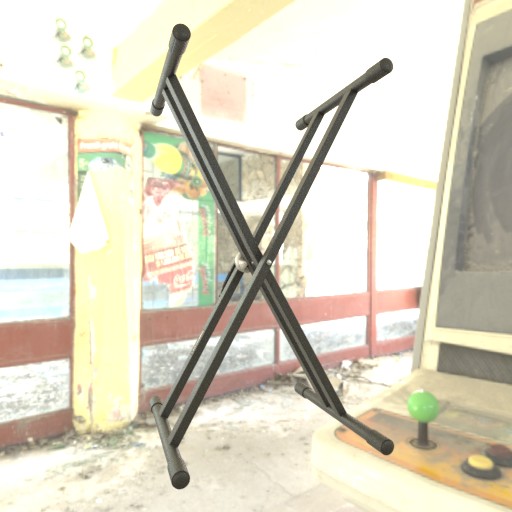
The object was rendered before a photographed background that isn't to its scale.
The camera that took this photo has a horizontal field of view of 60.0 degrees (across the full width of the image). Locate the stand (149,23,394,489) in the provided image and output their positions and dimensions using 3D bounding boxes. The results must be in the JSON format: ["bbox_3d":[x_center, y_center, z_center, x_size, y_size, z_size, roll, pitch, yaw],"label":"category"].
[{"bbox_3d":[0.000,0.000,1.158,0.503,0.900,0.495,0,0,-18],"label":"stand"}]
